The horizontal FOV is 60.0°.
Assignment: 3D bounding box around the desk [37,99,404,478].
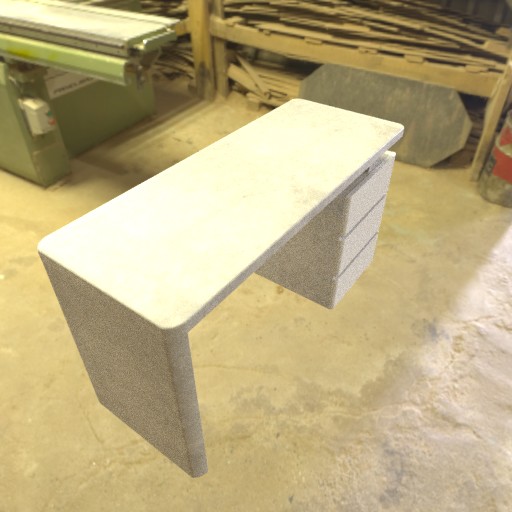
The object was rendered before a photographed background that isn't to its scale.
[{"bbox_3d":[0.000,0.000,1.790,0.550,0.755,1.400,25,46,27],"label":"desk"}]
